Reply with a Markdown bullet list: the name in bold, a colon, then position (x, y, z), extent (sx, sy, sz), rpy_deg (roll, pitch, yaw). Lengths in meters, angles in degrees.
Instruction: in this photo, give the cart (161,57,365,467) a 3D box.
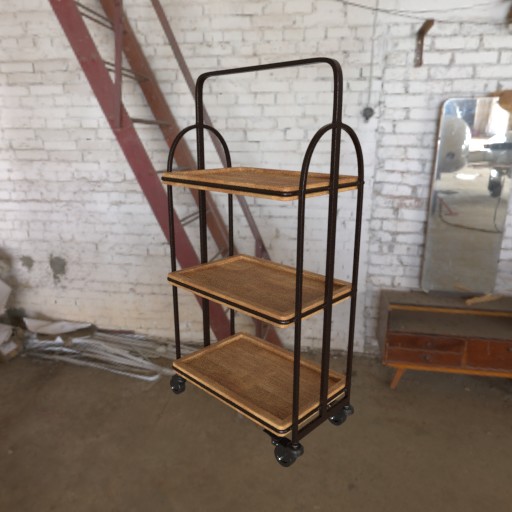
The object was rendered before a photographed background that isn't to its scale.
- **cart**: position (0.000, 0.000, 1.261), extent (0.553, 1.001, 0.327), rpy_deg (15, 22, 42)
